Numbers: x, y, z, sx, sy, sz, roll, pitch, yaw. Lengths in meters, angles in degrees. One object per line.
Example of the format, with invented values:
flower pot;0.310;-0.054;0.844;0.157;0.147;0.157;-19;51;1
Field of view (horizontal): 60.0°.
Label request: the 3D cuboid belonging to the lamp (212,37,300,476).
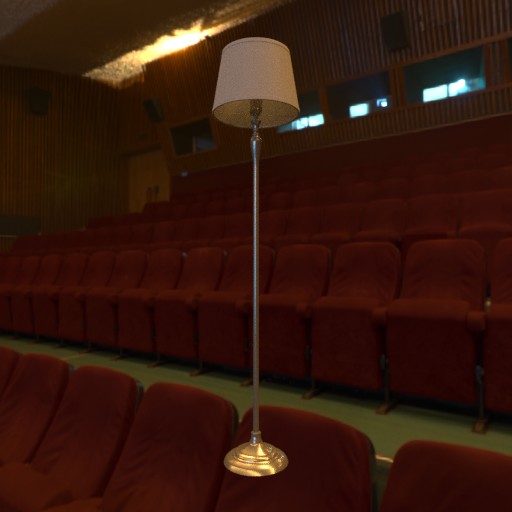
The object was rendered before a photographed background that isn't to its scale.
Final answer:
lamp;0.000;0.000;1.643;0.327;1.506;0.327;-1;-1;36
